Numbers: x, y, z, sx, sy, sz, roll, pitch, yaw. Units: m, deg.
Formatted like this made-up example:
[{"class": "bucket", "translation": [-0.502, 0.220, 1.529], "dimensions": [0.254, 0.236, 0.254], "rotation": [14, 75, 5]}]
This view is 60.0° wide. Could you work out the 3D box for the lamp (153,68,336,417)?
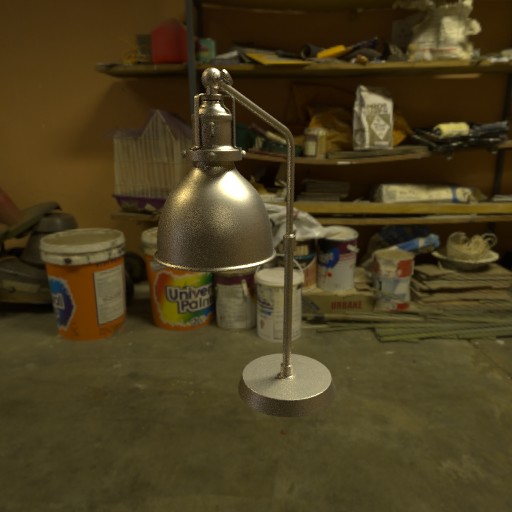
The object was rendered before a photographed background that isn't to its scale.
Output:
[{"class": "lamp", "translation": [0.000, 0.000, 0.595], "dimensions": [0.286, 0.456, 0.153], "rotation": [-14, 21, -42]}]
